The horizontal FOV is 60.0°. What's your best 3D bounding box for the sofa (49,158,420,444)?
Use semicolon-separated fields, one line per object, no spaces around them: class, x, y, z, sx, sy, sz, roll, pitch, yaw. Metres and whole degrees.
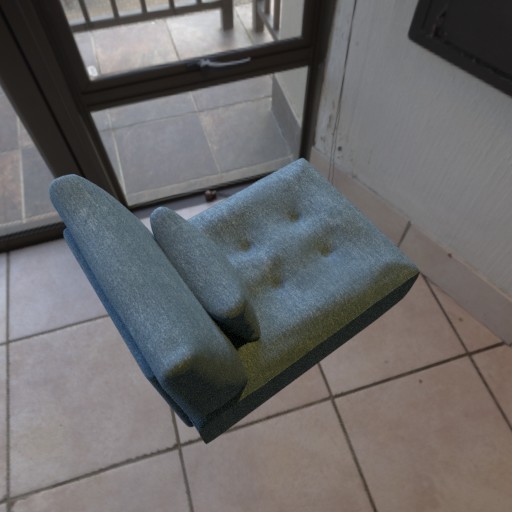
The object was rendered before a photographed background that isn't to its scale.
sofa;0.000;0.000;1.525;1.000;0.820;0.700;-31;64;-18
